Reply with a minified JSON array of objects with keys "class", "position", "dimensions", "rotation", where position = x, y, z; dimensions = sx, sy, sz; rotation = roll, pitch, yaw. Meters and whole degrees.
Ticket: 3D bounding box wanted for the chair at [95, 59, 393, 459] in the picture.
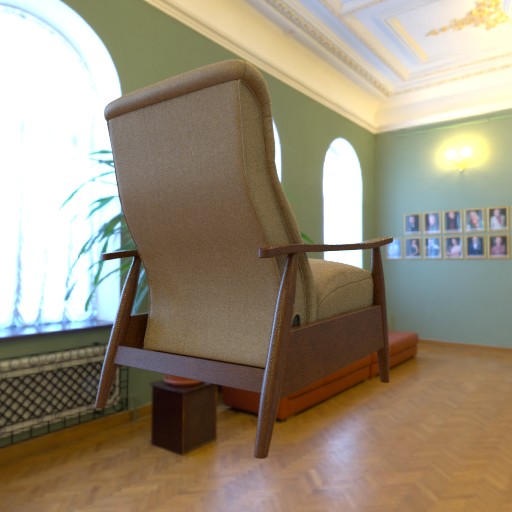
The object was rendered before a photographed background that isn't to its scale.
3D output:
[{"class":"chair","position":[0.000,0.000,1.760],"dimensions":[0.762,1.082,1.030],"rotation":[-1,-2,36]}]
